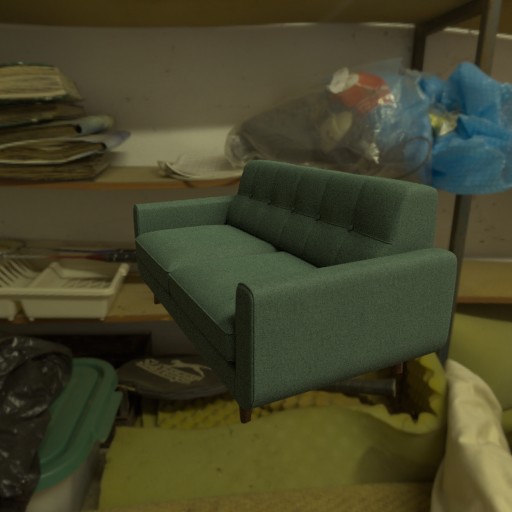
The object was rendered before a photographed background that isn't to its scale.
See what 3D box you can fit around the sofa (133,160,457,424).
[{"bbox_3d":[0.000,0.000,2.212,0.909,0.841,1.631,-8,19,-26],"label":"sofa"}]
